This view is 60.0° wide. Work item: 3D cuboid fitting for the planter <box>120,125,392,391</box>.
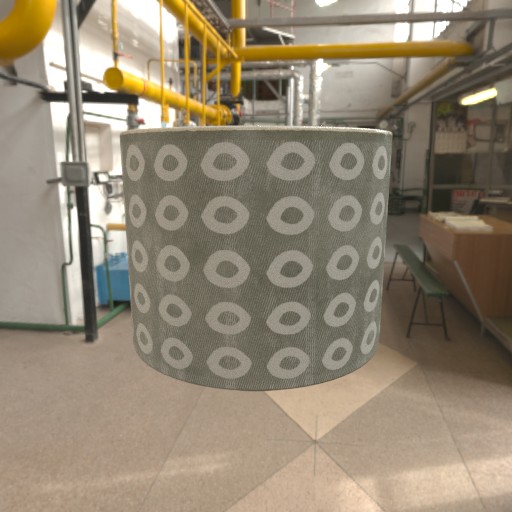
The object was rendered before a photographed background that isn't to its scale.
[{"bbox_3d":[0.000,0.000,0.342,0.190,0.181,0.190,0,13,0],"label":"planter"}]
